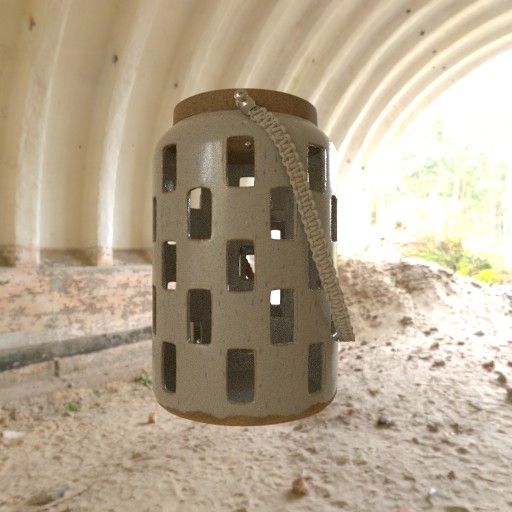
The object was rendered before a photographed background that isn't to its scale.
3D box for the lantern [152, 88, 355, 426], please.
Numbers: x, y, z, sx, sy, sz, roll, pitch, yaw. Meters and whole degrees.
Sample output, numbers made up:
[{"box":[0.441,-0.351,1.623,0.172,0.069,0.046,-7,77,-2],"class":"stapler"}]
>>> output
[{"box":[0.000,0.000,0.491,0.184,0.255,0.347,0,0,1],"class":"lantern"}]
